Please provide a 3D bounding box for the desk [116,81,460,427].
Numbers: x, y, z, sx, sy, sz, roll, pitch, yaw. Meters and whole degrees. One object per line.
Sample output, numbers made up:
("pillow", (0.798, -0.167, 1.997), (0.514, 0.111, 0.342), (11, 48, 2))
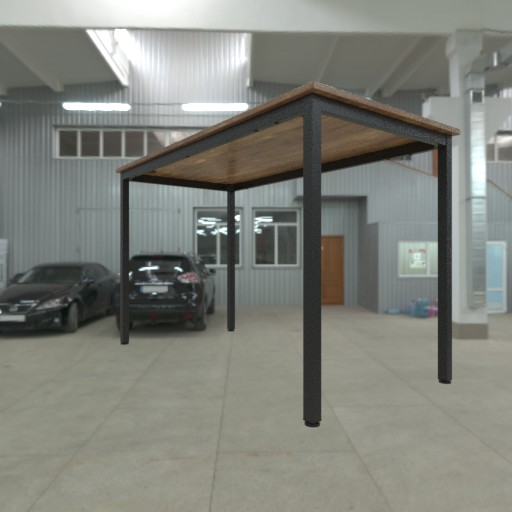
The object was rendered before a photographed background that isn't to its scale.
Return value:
("desk", (0.000, 0.000, 1.601), (0.600, 0.749, 1.200), (0, 0, -37))
